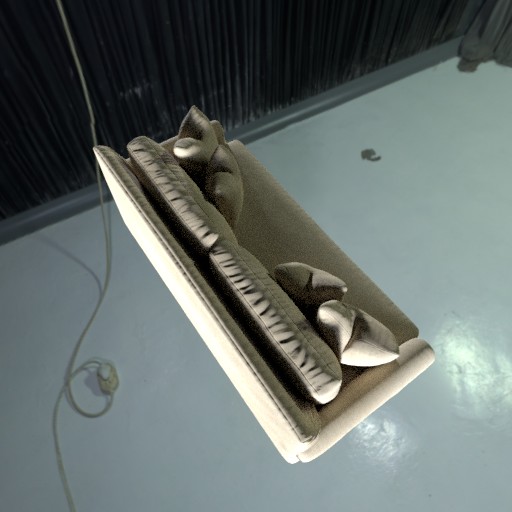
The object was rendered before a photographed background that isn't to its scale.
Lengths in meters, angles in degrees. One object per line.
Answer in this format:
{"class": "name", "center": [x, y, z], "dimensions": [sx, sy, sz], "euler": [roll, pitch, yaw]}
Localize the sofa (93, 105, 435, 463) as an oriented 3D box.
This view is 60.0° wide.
{"class": "sofa", "center": [0.000, 0.000, 2.829], "dimensions": [1.067, 0.904, 2.285], "euler": [-31, 64, -17]}
